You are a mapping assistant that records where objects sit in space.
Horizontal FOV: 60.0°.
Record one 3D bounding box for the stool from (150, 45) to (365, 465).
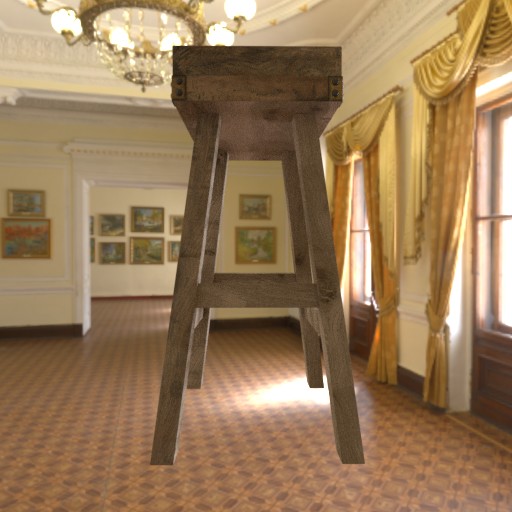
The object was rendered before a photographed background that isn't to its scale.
[{"bbox_3d":[0.000,0.000,0.886,0.330,0.635,0.450,0,1,-1],"label":"stool"}]
